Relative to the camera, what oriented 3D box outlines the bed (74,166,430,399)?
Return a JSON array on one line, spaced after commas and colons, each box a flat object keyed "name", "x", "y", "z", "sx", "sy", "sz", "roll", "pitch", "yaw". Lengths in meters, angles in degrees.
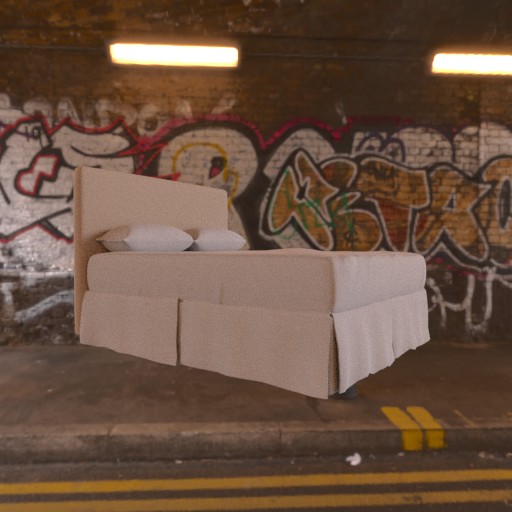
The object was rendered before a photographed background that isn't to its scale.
[{"name": "bed", "x": 0.000, "y": 0.000, "z": 3.320, "sx": 2.142, "sy": 1.330, "sz": 1.748, "roll": 1, "pitch": 1, "yaw": 36}]
